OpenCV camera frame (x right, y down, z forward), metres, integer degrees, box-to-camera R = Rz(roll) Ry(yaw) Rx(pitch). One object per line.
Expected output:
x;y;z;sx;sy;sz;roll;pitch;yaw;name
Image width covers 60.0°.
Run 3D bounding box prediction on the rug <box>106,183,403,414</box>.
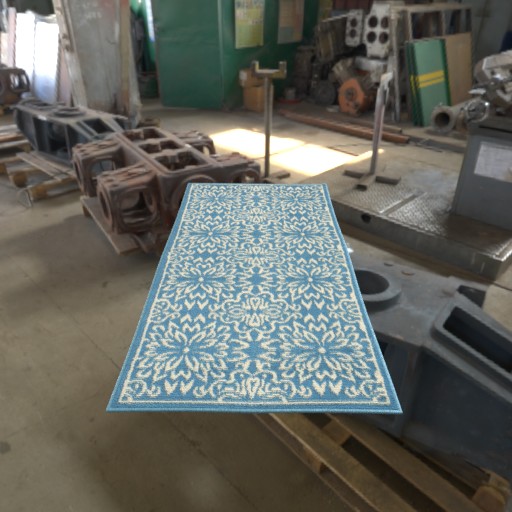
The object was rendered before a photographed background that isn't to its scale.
0.000;0.000;1.418;0.604;0.007;1.219;0;31;0;rug
